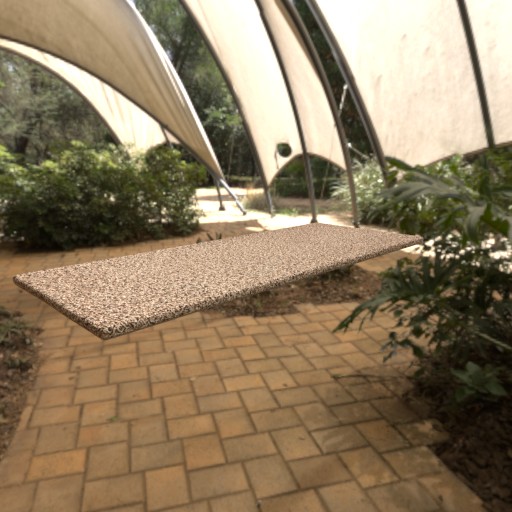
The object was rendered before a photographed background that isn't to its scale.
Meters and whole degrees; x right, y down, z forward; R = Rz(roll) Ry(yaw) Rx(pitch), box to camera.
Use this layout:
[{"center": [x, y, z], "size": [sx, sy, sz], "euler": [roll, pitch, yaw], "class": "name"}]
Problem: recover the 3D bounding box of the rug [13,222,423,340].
[{"center": [0.000, 0.000, 1.680], "size": [1.524, 0.030, 0.609], "euler": [-13, 18, -43], "class": "rug"}]
